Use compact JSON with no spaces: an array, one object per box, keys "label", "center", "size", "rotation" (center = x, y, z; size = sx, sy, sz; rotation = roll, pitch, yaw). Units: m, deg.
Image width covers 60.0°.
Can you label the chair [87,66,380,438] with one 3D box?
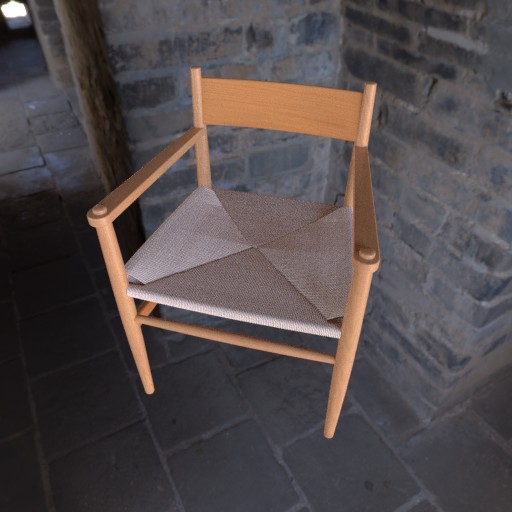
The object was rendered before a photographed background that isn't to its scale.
[{"label":"chair","center":[0.000,0.000,1.131],"size":[0.556,0.762,0.495],"rotation":[10,42,11]}]
